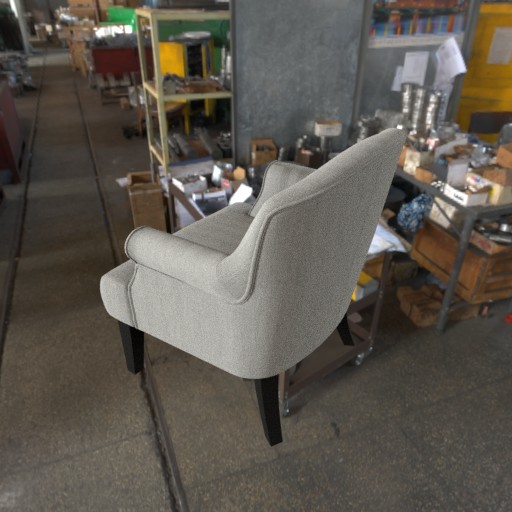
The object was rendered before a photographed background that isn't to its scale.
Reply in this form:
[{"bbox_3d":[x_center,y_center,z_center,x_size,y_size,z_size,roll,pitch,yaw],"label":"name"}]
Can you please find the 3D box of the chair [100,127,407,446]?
[{"bbox_3d":[0.000,0.000,1.462,0.755,0.880,0.772,20,36,30],"label":"chair"}]
